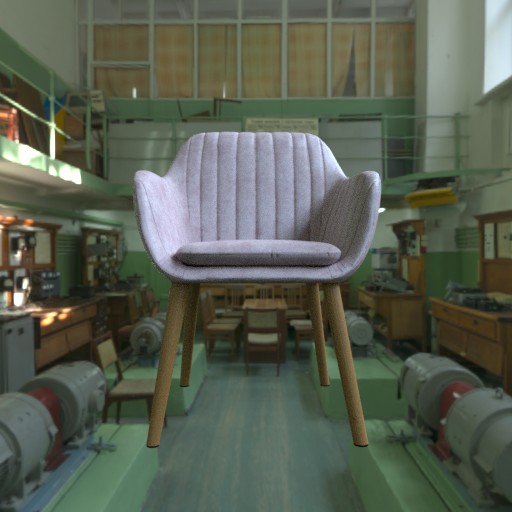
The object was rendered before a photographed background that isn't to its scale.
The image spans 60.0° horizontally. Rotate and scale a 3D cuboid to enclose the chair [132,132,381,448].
[{"bbox_3d":[0.000,0.000,1.247,0.610,0.832,0.570,0,1,-1],"label":"chair"}]
